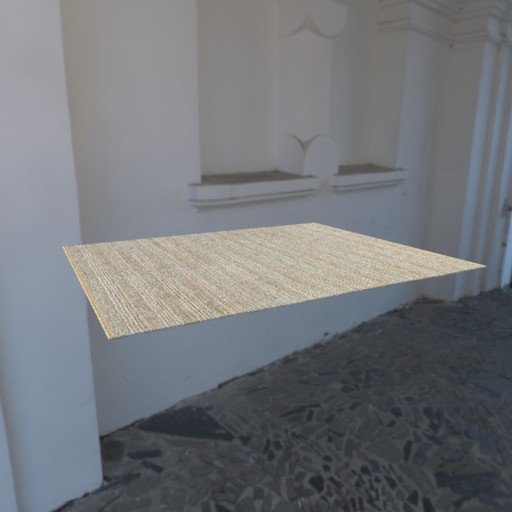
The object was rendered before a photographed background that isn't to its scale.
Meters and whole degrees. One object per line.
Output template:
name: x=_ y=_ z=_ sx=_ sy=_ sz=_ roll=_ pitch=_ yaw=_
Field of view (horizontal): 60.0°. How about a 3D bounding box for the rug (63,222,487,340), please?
rug: x=0.000 y=0.000 z=4.035 sx=3.034 sy=0.012 sz=2.471 roll=-7 pitch=16 yaw=-27
